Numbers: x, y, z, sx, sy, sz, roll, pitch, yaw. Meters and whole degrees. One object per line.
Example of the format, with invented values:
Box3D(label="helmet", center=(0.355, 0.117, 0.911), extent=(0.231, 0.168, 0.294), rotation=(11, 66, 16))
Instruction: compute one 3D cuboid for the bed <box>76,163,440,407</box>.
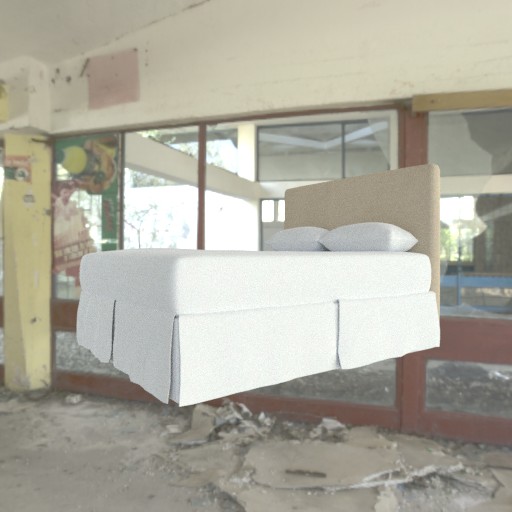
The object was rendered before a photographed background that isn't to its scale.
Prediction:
Box3D(label="bed", center=(0.000, 0.000, 3.189), extent=(2.142, 1.330, 1.723), rotation=(0, 1, -36))
